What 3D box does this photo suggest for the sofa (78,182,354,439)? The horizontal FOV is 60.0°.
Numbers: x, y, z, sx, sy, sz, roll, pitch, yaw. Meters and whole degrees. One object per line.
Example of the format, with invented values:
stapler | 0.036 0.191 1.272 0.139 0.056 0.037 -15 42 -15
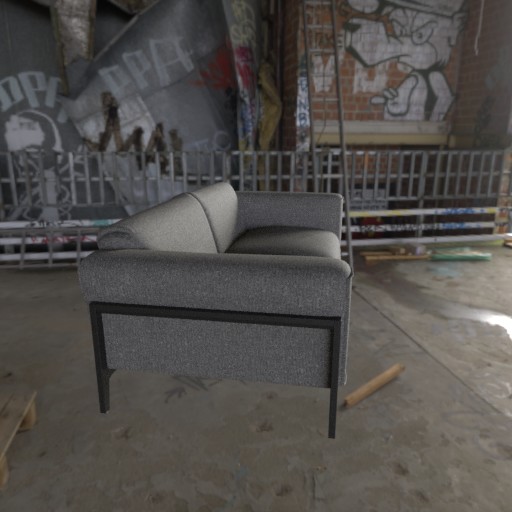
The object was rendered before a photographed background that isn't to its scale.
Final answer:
sofa | 0.000 0.000 2.510 0.985 0.703 2.125 3 15 9
